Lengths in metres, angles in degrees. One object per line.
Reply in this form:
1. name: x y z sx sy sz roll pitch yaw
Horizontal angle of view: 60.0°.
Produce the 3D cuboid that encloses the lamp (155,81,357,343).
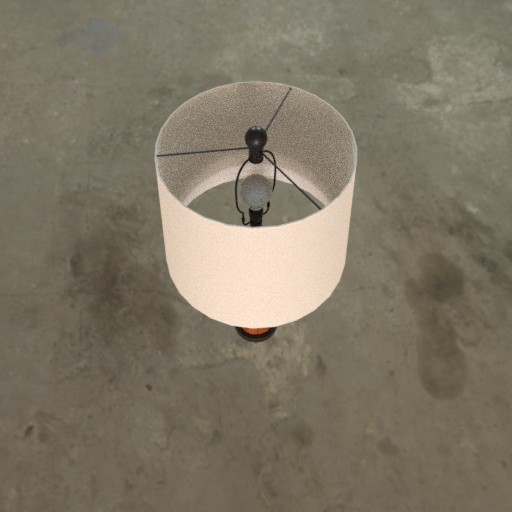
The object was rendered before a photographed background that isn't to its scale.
1. lamp: 0.000 0.000 0.897 0.349 0.667 0.349 0 58 0
